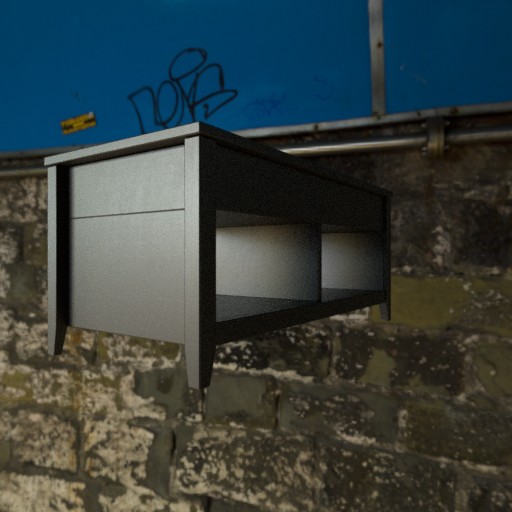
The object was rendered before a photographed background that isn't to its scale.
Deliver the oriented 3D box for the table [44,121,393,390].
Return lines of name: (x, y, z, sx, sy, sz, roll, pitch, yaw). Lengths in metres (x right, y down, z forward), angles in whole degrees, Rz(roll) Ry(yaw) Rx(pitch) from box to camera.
table: (0.000, 0.000, 1.301, 0.483, 0.457, 1.016, 0, 0, 35)
